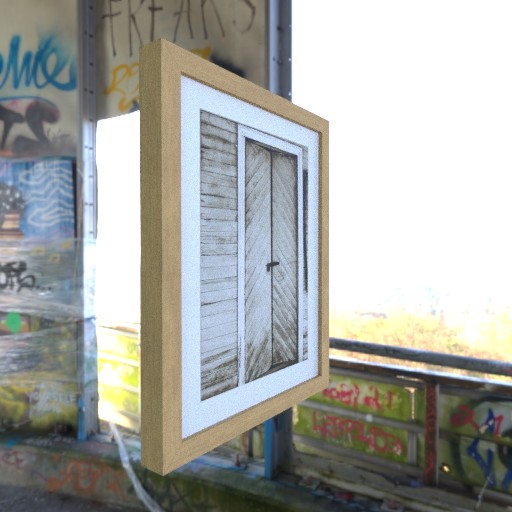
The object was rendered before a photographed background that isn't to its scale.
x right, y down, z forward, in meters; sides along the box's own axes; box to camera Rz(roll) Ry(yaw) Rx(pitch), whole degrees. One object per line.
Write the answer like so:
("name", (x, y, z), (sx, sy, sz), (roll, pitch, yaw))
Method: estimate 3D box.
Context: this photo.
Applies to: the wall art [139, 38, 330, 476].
("wall art", (0.000, 0.000, 0.518), (0.030, 0.380, 0.312), (1, 1, 37))
